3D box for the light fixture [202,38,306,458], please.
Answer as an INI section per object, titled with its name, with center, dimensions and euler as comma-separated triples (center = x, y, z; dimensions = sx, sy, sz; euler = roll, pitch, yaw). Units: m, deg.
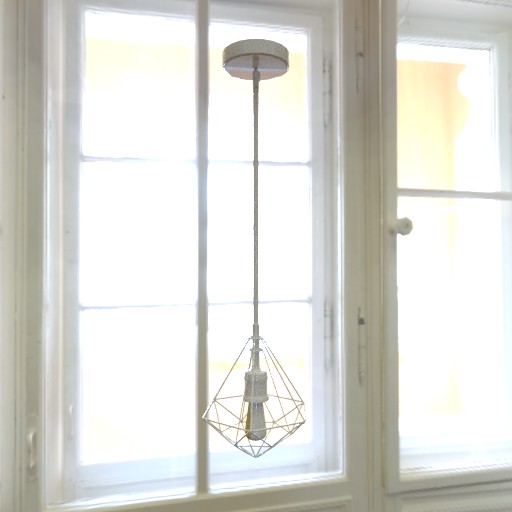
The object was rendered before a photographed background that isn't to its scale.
[light fixture]
center = 0.000, 0.000, 1.943
dimensions = 0.487, 1.764, 0.431
euler = 0, 0, 35
